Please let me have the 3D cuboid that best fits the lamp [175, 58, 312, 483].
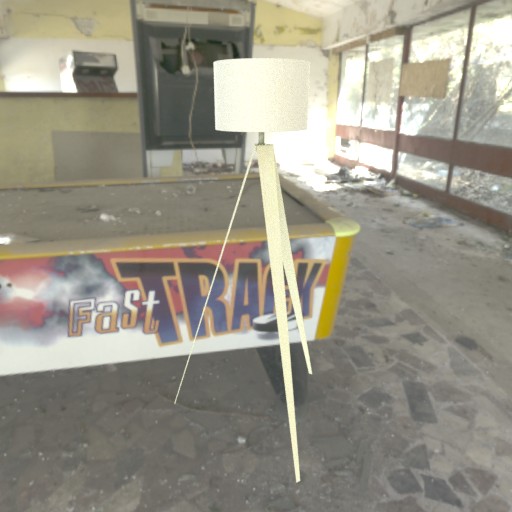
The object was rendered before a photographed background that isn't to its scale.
[{"bbox_3d":[0.000,0.000,1.915,0.724,1.524,0.716,9,21,25],"label":"lamp"}]
